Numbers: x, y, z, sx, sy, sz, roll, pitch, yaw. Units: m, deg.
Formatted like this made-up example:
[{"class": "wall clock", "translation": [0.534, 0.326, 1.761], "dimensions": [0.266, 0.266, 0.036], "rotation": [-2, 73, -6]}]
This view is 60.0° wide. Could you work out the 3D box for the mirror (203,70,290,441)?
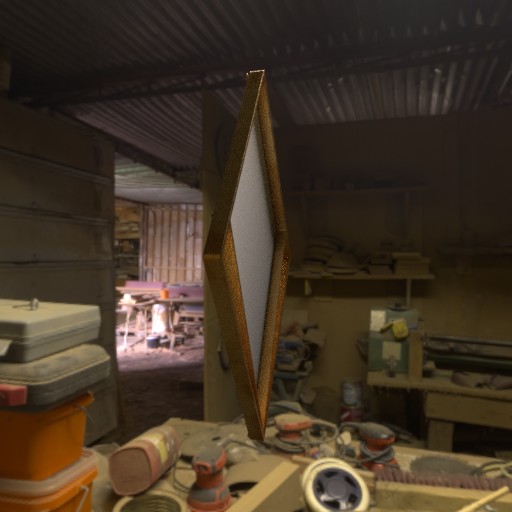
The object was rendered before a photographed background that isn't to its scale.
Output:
[{"class": "mirror", "translation": [0.000, 0.000, 0.816], "dimensions": [0.032, 0.679, 0.419], "rotation": [0, 0, 18]}]
